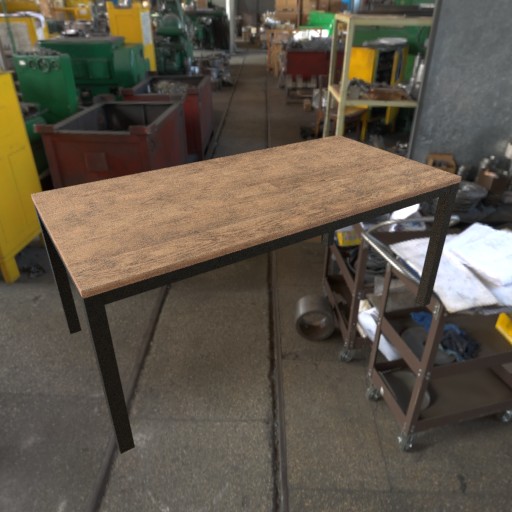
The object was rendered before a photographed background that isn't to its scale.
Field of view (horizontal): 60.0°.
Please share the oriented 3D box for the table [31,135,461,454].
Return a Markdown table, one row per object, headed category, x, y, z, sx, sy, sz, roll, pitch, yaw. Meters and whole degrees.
| category | x | y | z | sx | sy | sz | roll | pitch | yaw |
| --- | --- | --- | --- | --- | --- | --- | --- | --- | --- |
| table | 0.000 | 0.000 | 2.258 | 1.805 | 0.767 | 0.893 | -18 | 35 | -28 |
